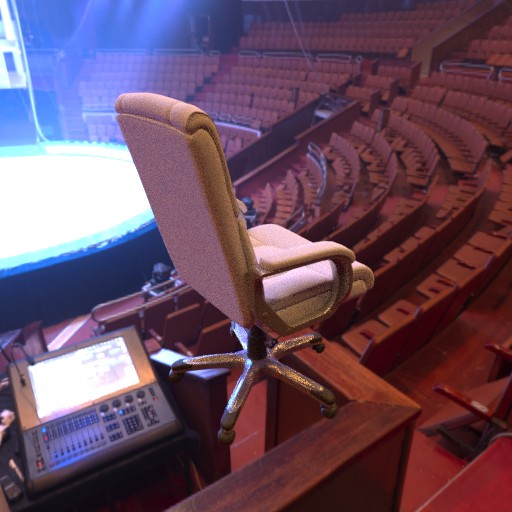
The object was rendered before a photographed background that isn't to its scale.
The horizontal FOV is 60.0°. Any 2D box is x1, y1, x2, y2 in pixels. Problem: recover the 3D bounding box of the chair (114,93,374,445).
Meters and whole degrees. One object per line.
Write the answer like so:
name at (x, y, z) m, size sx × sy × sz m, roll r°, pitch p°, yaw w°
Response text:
chair at (0.000, 0.000, 1.575) m, size 0.738 × 1.120 × 0.687 m, roll -17°, pitch 30°, yaw -32°
